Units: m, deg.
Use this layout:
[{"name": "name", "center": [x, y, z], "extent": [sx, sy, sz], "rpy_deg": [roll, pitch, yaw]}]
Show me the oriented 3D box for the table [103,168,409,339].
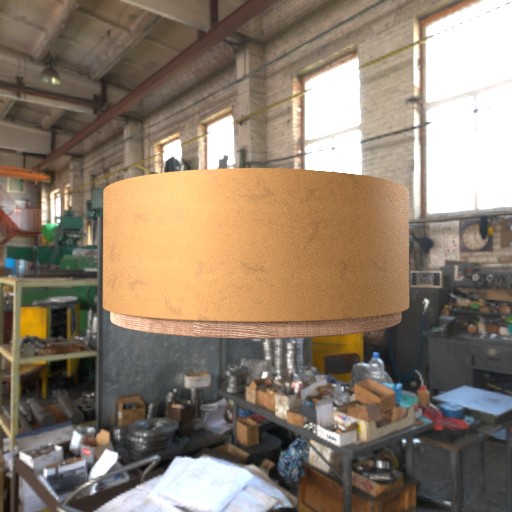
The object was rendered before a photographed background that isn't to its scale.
[{"name": "table", "center": [0.000, 0.000, 1.534], "extent": [1.001, 0.409, 1.001], "rpy_deg": [0, -1, 0]}]
